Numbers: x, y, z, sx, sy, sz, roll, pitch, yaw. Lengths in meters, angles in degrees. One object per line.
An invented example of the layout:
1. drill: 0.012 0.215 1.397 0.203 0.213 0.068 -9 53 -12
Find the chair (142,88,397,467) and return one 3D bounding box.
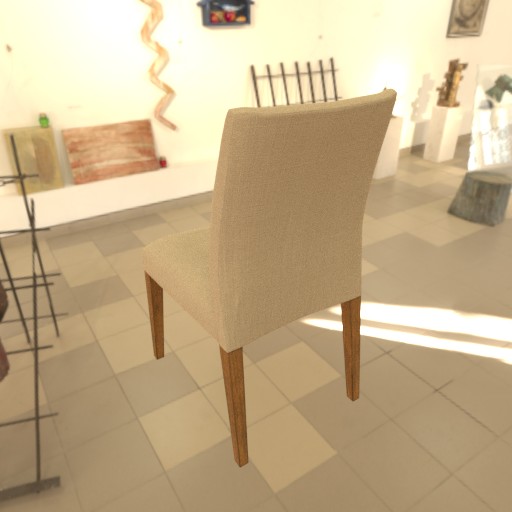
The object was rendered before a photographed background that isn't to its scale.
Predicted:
1. chair: 0.000 0.000 1.277 0.496 0.940 0.585 -18 34 -29
